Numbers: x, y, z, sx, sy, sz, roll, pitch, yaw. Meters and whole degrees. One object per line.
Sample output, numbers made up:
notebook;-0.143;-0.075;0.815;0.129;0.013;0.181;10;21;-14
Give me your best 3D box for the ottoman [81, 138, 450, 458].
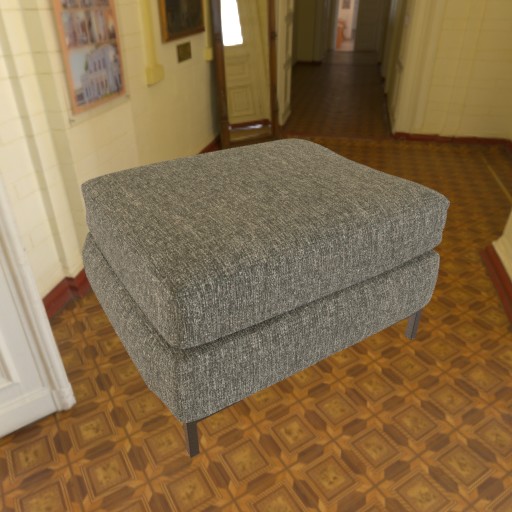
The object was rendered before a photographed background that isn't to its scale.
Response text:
ottoman;0.000;0.000;1.239;0.828;0.480;0.683;-18;35;-28
